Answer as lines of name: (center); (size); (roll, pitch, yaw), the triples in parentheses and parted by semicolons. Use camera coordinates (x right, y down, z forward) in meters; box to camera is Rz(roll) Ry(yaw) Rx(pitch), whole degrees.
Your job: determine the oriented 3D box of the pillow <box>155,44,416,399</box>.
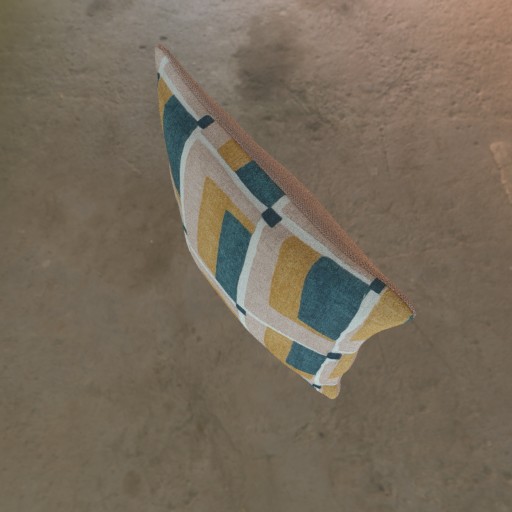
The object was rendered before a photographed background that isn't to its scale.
pillow: (0.000, 0.000, 0.715); (0.158, 0.479, 0.478); (-34, 68, -16)
